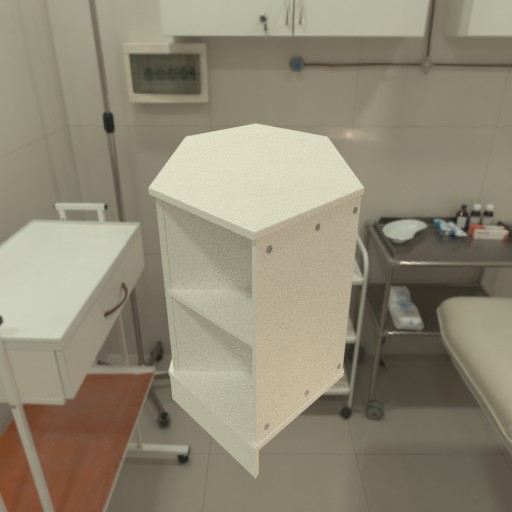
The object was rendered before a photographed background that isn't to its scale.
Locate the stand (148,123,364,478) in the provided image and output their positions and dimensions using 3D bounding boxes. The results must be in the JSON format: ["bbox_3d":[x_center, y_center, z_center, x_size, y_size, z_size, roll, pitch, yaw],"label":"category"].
[{"bbox_3d":[0.000,0.000,1.360,0.477,0.614,1.072,0,26,0],"label":"stand"}]
